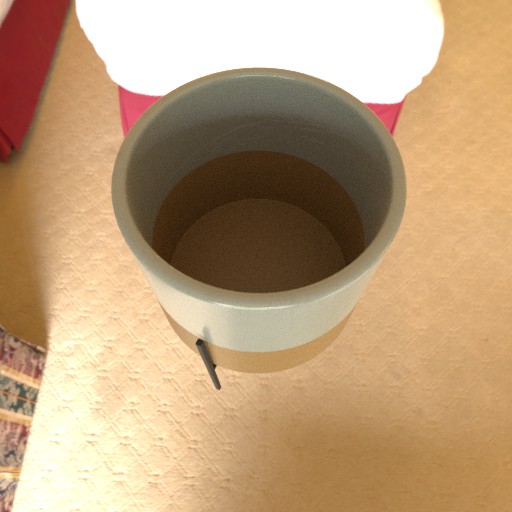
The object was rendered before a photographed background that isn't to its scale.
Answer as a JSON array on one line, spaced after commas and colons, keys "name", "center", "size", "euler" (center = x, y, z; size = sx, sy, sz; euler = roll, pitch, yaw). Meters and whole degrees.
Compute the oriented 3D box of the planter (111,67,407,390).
[{"name": "planter", "center": [0.000, 0.000, 0.732], "size": [0.348, 0.480, 0.360], "euler": [-32, 68, -15]}]
